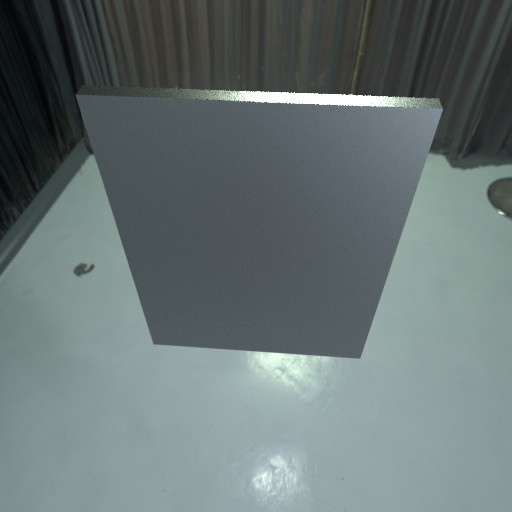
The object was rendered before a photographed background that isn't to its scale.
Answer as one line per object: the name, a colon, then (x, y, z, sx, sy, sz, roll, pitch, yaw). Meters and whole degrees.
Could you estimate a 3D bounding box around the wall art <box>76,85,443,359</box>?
wall art: (0.000, 0.000, 0.750, 0.444, 0.569, 0.025, 3, 47, 3)
